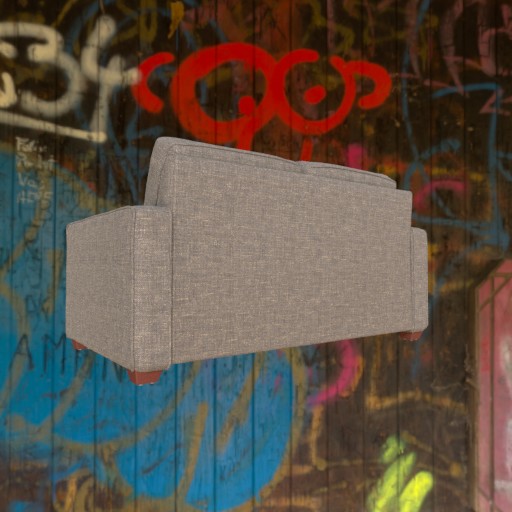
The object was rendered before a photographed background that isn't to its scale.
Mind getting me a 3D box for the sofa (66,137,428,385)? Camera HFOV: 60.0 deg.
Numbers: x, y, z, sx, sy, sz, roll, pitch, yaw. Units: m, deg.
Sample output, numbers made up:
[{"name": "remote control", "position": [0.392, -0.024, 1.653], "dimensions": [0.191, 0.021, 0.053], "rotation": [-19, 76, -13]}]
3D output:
[{"name": "sofa", "position": [0.000, 0.000, 2.336], "dimensions": [1.709, 0.918, 0.947], "rotation": [1, -1, -36]}]
